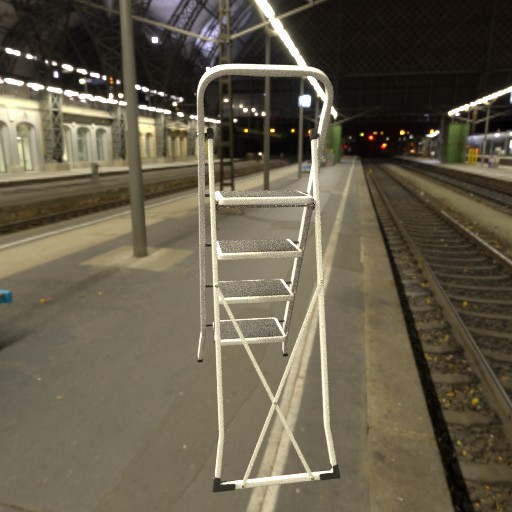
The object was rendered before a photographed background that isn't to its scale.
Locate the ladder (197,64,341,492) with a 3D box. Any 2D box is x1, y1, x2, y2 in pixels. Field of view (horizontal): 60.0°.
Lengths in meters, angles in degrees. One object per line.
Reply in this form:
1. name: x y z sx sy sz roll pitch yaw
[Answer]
1. ladder: 0.000 0.000 1.674 0.460 1.265 0.914 -2 14 -8
